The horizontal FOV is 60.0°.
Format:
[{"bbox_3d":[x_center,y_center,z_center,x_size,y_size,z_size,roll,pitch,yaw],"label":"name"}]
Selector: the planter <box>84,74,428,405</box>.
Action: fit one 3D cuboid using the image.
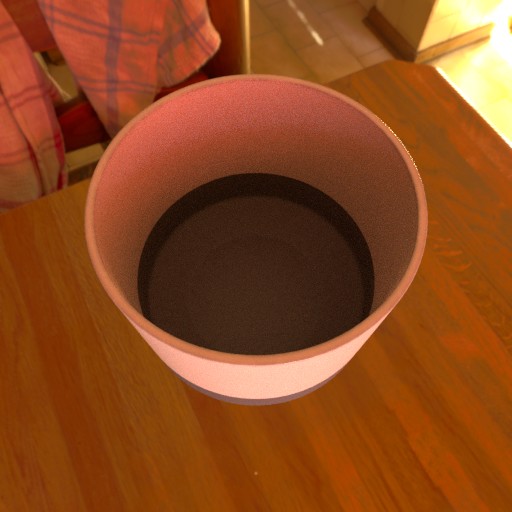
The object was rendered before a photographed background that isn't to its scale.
[{"bbox_3d":[0.000,0.000,0.215,0.128,0.105,0.128,0,64,0],"label":"planter"}]
